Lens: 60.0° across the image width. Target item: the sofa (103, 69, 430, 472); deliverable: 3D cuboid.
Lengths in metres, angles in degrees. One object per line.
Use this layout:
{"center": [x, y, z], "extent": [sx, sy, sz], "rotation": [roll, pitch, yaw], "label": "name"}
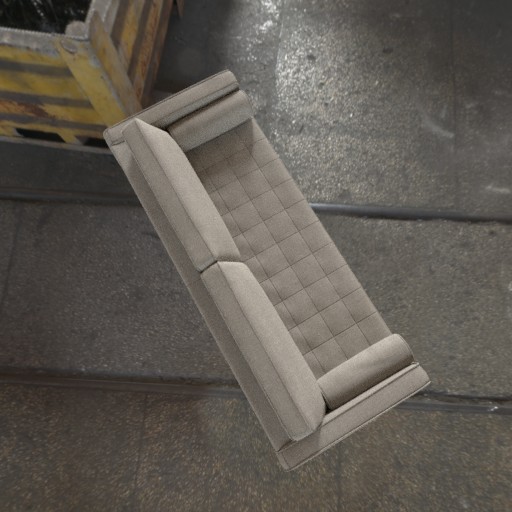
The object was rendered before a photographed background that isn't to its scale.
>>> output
{"center": [0.000, 0.000, 2.674], "extent": [0.914, 0.762, 2.211], "rotation": [-29, 78, -7], "label": "sofa"}
